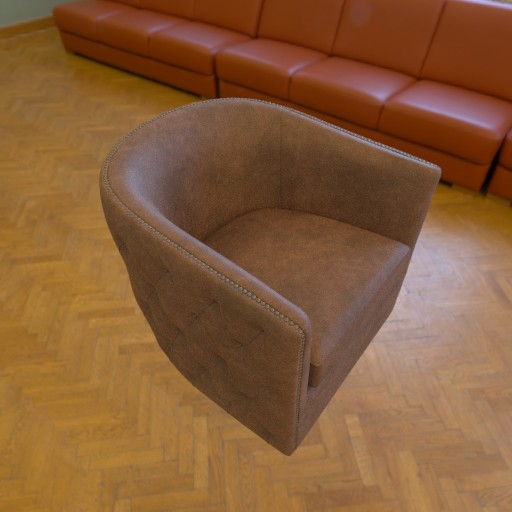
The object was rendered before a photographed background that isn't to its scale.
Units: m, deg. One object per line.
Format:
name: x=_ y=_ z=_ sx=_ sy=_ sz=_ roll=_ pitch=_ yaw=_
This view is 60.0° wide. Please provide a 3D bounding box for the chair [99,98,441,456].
chair: x=0.000 y=0.000 z=1.549 sx=0.870 sy=0.790 sz=0.850 roll=27 pitch=49 yaw=26
